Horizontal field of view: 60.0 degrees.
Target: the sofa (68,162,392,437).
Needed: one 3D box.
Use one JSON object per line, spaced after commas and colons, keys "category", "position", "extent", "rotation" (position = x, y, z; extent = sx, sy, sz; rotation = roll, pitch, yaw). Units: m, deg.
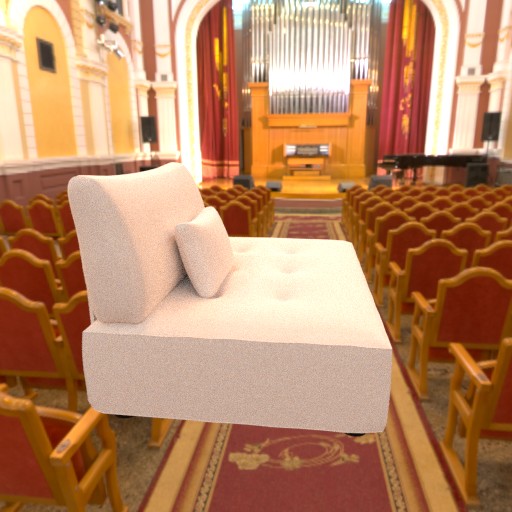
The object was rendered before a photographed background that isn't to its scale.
{"category": "sofa", "position": [0.000, 0.000, 2.040], "extent": [1.000, 0.820, 1.450], "rotation": [2, 14, 7]}
